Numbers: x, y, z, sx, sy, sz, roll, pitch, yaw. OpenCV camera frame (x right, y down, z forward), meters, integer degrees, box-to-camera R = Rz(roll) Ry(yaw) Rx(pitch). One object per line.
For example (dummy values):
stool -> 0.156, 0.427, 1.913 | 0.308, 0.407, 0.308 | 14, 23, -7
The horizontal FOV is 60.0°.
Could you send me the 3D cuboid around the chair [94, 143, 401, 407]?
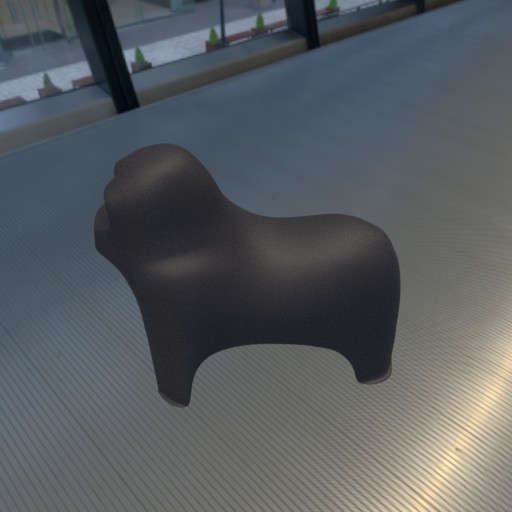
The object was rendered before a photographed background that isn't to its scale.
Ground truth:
chair -> 0.000, 0.000, 1.131 | 0.758, 0.600, 0.490 | -1, 41, -1
